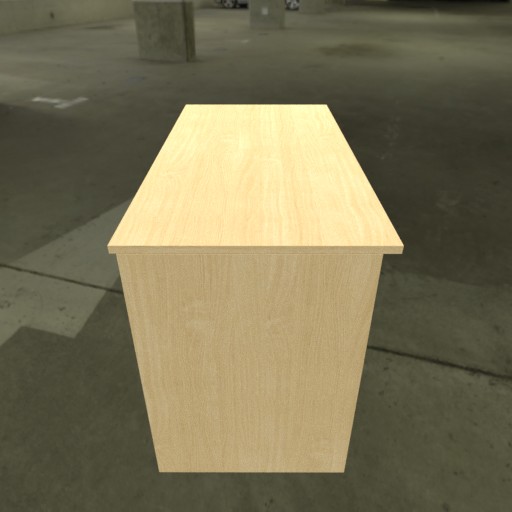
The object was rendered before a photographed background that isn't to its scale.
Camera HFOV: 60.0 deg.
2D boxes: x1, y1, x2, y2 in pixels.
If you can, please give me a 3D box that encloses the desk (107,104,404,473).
[{"bbox_3d":[0.000,0.000,1.497,0.560,0.735,1.097,0,32,0],"label":"desk"}]
